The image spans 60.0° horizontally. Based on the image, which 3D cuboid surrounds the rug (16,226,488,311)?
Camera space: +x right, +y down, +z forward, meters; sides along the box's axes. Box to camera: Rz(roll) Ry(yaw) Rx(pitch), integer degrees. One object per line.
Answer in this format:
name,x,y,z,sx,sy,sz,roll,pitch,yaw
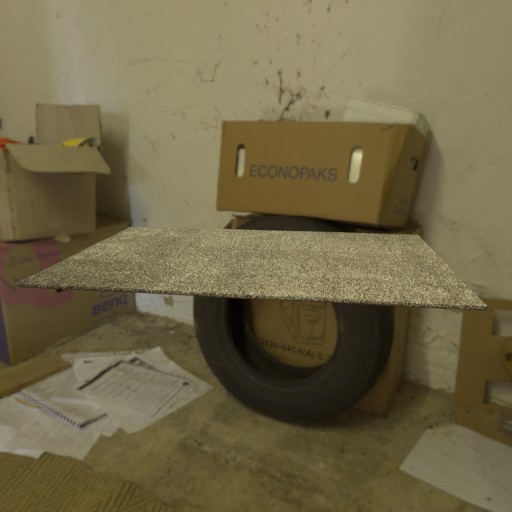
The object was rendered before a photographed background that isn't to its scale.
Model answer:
rug,0.000,0.000,2.897,2.352,0.025,1.501,2,16,8
